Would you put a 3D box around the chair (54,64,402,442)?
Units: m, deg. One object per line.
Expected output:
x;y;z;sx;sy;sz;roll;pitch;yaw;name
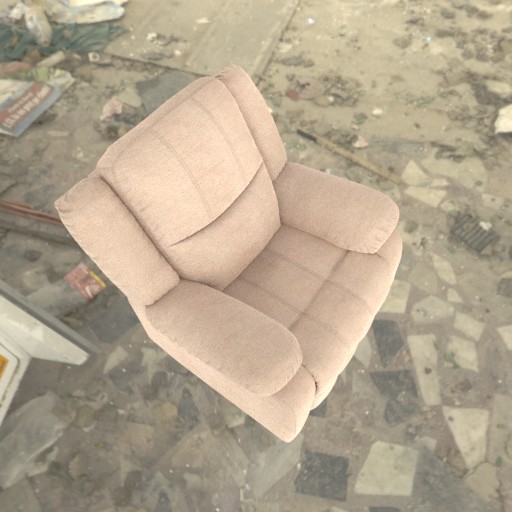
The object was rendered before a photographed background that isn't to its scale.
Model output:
0.000;0.000;1.658;0.944;1.008;0.899;31;62;19;chair
